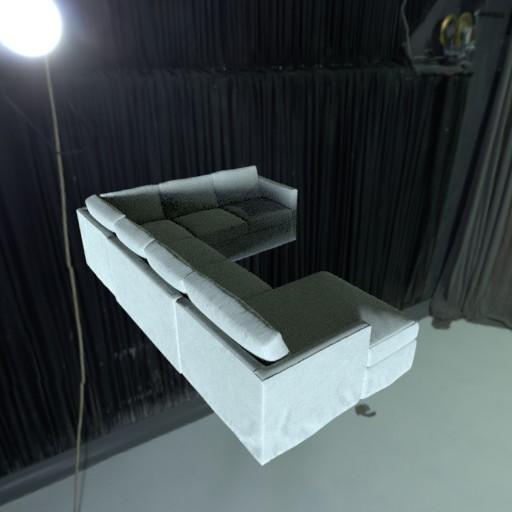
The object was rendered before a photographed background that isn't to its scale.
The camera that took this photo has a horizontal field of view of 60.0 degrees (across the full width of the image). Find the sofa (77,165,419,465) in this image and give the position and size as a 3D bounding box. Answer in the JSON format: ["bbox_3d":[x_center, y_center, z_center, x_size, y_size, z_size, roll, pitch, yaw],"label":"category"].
[{"bbox_3d":[0.000,0.000,4.422,2.440,0.869,3.434,-18,32,-32],"label":"sofa"}]
